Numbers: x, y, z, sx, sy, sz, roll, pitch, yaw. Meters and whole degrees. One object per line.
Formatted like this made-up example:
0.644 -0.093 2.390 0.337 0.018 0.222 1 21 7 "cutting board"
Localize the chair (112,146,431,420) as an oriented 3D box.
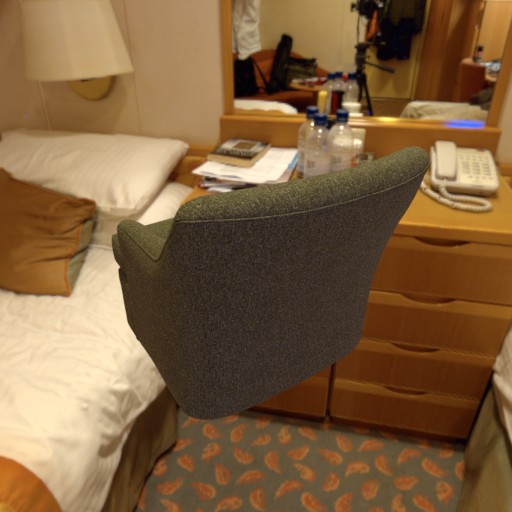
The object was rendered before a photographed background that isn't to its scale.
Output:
0.000 0.000 1.580 0.864 0.856 0.923 -19 34 -30 "chair"
